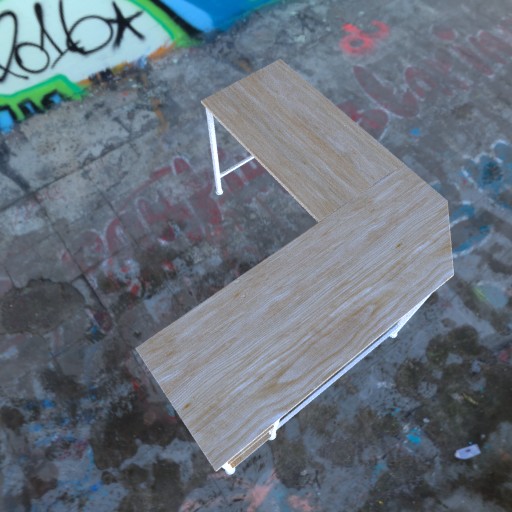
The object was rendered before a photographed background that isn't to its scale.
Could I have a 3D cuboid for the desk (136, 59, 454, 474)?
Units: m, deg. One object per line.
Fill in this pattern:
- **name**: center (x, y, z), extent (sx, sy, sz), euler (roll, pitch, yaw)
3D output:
- **desk**: center (0.000, 0.000, 2.180), extent (1.379, 0.739, 1.379), euler (-34, 67, -17)
